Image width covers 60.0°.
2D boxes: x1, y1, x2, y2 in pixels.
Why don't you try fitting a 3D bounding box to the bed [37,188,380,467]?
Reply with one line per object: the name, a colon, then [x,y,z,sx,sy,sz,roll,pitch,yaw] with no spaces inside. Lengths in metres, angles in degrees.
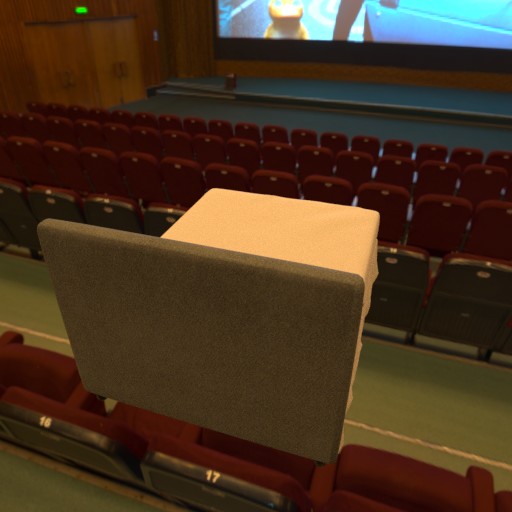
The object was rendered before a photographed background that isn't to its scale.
bed: [0.000,0.000,3.201,1.713,1.330,2.142,10,34,16]
